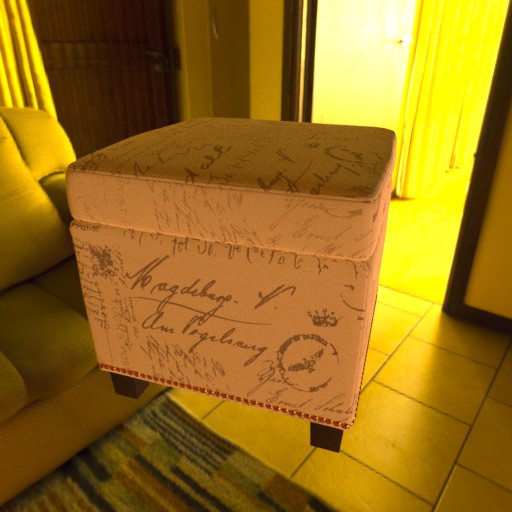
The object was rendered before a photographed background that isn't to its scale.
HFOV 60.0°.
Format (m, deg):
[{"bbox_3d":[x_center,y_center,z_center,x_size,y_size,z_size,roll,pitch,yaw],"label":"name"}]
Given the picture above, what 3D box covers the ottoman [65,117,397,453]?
[{"bbox_3d":[0.000,0.000,0.830,0.450,0.457,0.449,8,27,17],"label":"ottoman"}]
